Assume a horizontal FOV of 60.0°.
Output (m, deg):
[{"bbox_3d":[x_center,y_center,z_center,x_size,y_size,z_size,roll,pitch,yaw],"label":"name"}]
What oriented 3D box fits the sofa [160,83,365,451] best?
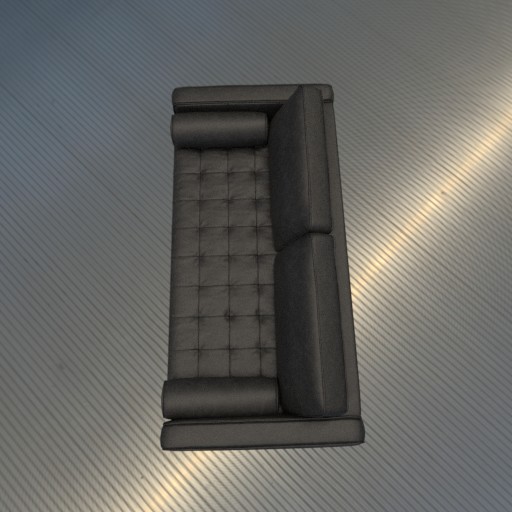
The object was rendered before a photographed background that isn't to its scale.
[{"bbox_3d":[0.000,0.000,2.354,0.921,0.770,1.879,-1,73,0],"label":"sofa"}]
